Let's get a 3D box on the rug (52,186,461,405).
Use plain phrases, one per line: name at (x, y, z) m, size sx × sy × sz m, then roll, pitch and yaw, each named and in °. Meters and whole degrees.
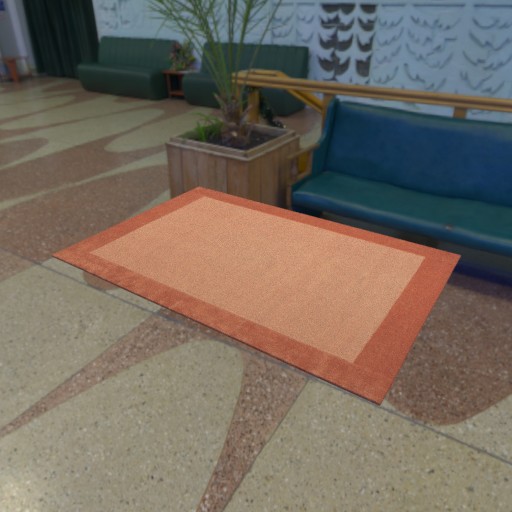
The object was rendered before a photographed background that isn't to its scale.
rug at (0.000, 0.000, 2.379) m, size 1.829 × 0.014 × 1.219 m, roll 18°, pitch 35°, yaw 29°
